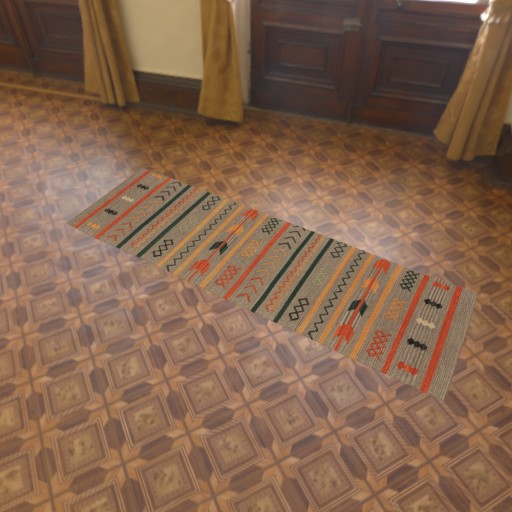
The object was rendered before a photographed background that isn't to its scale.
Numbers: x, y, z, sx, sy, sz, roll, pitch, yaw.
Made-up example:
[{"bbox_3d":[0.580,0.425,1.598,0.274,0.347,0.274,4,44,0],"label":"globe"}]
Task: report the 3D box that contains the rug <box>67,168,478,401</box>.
[{"bbox_3d":[0.000,0.000,2.654,2.419,0.022,0.744,23,49,21],"label":"rug"}]
